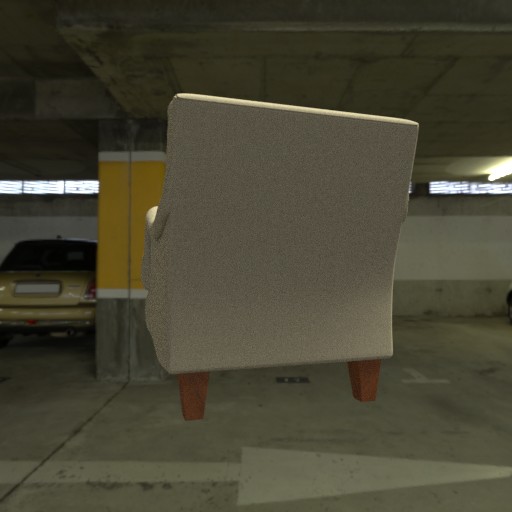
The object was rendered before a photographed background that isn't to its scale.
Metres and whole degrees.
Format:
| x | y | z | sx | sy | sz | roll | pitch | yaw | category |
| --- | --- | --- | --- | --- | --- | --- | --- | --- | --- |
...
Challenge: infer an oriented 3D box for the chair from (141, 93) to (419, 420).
| x | y | z | sx | sy | sz | roll | pitch | yaw | category |
| --- | --- | --- | --- | --- | --- | --- | --- | --- | --- |
| 0.000 | 0.000 | 1.873 | 0.895 | 1.076 | 1.078 | 0 | -1 | -18 | chair |
